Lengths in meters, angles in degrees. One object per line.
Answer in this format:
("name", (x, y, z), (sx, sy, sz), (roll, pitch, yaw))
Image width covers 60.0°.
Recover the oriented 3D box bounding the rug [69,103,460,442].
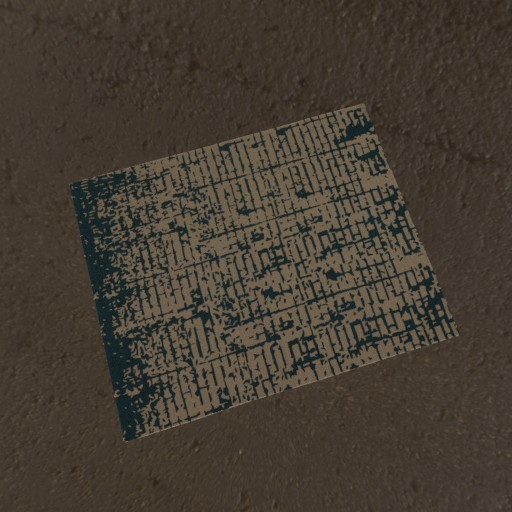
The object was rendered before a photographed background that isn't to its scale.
("rug", (0.000, 0.000, 4.071), (3.017, 0.014, 2.416), (-16, 76, -4))
